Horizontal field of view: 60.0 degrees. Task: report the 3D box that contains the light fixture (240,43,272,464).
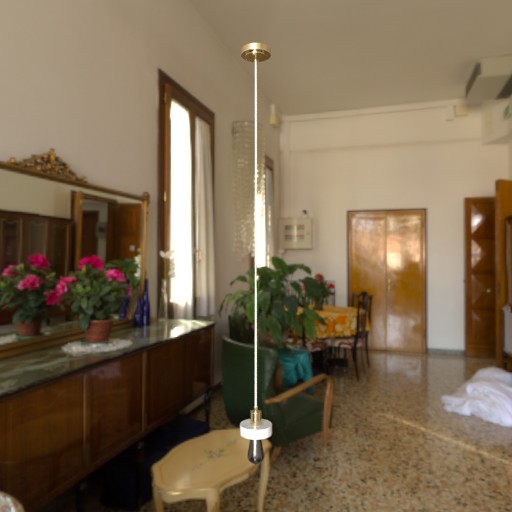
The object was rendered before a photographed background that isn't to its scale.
[{"bbox_3d":[0.000,0.000,1.789,0.129,1.669,0.129,0,-1,-18],"label":"light fixture"}]
